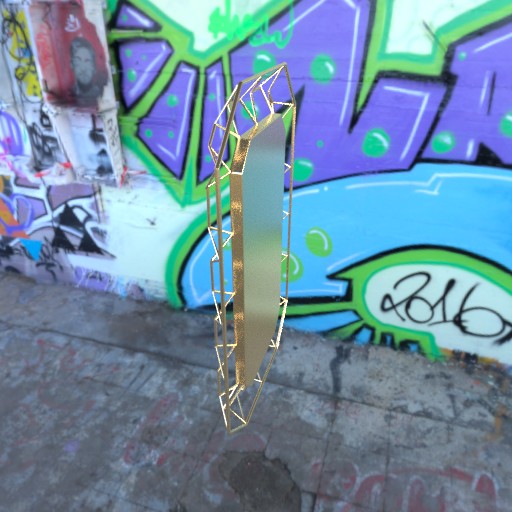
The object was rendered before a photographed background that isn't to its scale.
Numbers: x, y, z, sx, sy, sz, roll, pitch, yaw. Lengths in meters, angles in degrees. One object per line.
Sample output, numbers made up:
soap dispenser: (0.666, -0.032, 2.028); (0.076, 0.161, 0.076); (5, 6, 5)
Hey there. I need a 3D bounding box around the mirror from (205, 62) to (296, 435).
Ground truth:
mirror: (0.000, 0.000, 1.115); (0.051, 0.870, 0.572); (9, 31, 15)
